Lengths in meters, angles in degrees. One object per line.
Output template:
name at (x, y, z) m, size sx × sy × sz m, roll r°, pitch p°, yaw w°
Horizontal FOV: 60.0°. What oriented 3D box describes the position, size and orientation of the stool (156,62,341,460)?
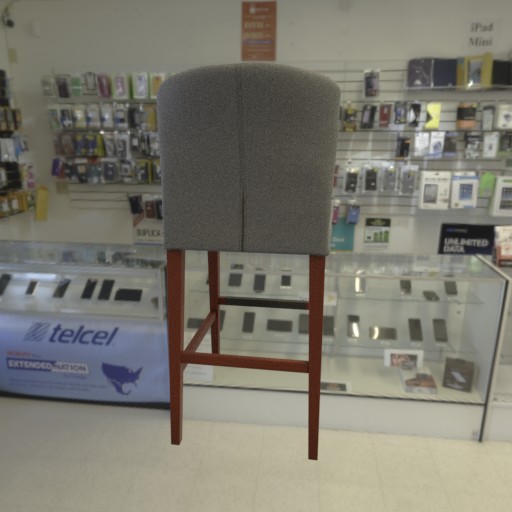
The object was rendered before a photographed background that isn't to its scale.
stool at (0.000, 0.000, 1.413) m, size 0.481 × 1.069 × 0.568 m, roll 2°, pitch 16°, yaw 9°
